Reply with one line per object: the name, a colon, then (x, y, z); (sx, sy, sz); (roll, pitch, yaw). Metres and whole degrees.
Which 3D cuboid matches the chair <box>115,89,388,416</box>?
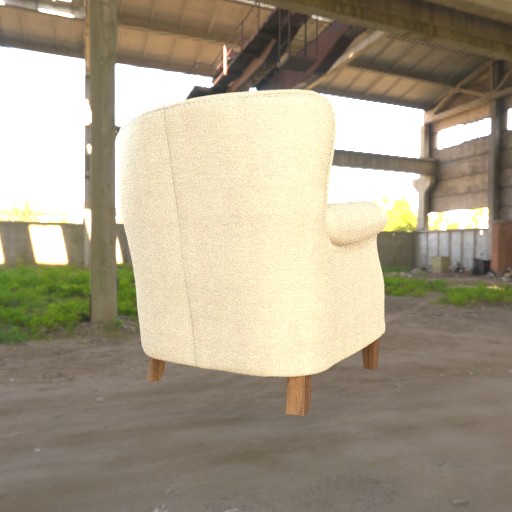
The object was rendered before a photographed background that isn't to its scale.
chair: (0.000, 0.000, 1.665); (0.861, 0.936, 0.921); (1, 2, 35)
